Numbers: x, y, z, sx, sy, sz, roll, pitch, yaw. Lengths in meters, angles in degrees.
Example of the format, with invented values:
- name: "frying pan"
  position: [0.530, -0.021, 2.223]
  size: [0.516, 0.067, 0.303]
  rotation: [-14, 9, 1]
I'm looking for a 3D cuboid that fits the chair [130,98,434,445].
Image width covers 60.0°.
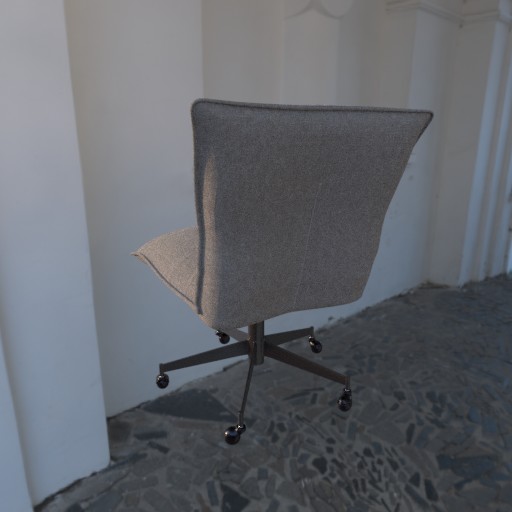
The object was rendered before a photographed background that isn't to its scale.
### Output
- name: "chair"
  position: [0.000, 0.000, 1.288]
  size: [0.597, 0.811, 0.696]
  rotation: [-8, 18, -26]
